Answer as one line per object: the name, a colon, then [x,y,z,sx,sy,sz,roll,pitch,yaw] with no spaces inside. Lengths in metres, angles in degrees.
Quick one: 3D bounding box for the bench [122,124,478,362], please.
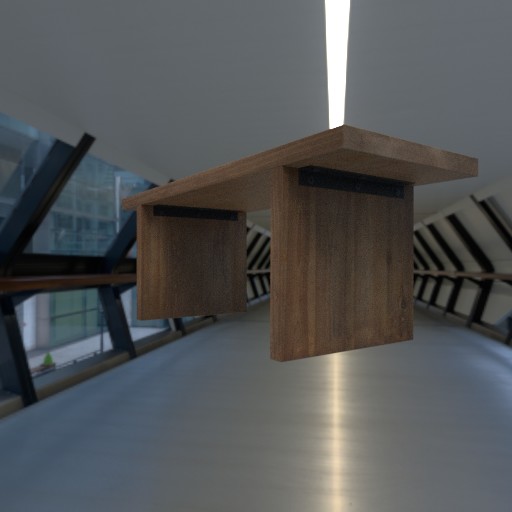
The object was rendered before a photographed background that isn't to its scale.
bench: [0.000,0.000,1.403,0.458,0.458,1.183,0,-1,-36]
